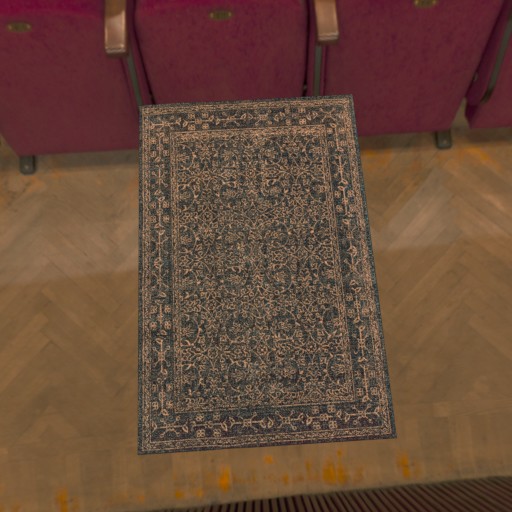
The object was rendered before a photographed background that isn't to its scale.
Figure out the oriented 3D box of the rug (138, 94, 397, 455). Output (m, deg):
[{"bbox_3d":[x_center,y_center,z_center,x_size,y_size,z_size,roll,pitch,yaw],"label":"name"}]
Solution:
[{"bbox_3d":[0.000,0.000,2.269,1.200,0.005,1.819,-3,76,-1],"label":"rug"}]
